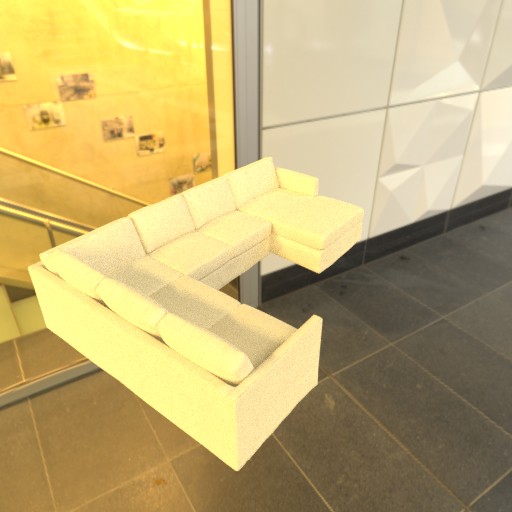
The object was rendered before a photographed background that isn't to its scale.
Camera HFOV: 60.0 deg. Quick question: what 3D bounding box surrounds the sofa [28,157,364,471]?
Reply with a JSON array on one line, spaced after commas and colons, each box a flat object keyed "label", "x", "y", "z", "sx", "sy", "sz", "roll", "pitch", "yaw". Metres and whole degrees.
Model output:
[{"label": "sofa", "x": 0.000, "y": 0.000, "z": 4.545, "sx": 2.427, "sy": 0.882, "sz": 3.460, "roll": 22, "pitch": 38, "yaw": 32}]
